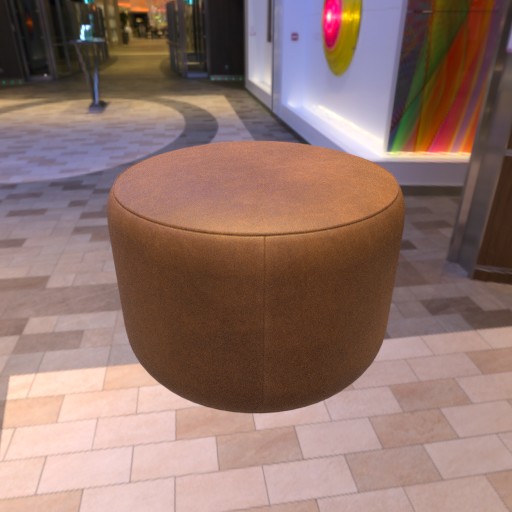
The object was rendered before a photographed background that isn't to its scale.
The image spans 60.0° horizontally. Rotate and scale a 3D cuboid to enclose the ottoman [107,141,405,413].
[{"bbox_3d":[0.000,0.000,1.002,0.607,0.438,0.607,0,28,0],"label":"ottoman"}]
